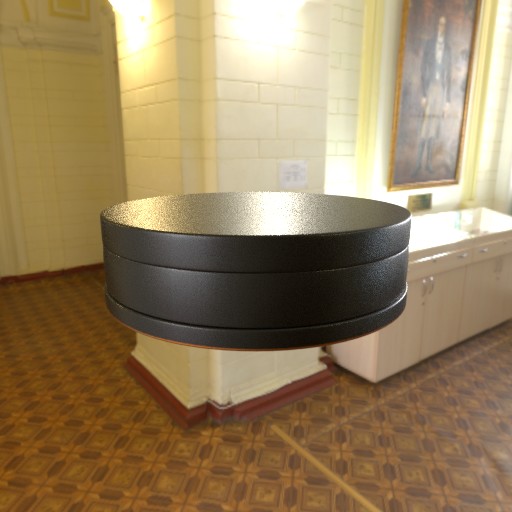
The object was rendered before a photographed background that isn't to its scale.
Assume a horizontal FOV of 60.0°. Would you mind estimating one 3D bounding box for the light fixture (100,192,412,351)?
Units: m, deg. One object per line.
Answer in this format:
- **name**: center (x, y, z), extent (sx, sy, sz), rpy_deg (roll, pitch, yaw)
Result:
- **light fixture**: center (0.000, 0.000, 0.432), extent (0.283, 0.097, 0.283), rpy_deg (0, 14, 0)
